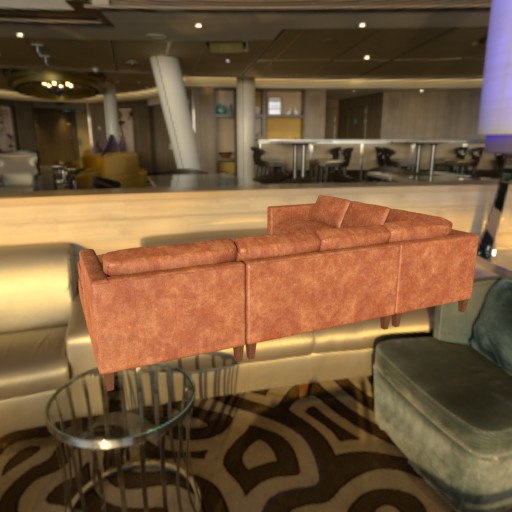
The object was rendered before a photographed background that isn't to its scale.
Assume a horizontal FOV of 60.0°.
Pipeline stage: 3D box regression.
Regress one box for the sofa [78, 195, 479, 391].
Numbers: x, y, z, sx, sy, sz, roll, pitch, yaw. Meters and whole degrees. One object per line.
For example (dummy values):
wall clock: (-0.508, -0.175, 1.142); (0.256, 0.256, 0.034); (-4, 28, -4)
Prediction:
sofa: (0.000, 0.000, 4.456); (3.324, 0.888, 2.452); (-7, 16, -24)
